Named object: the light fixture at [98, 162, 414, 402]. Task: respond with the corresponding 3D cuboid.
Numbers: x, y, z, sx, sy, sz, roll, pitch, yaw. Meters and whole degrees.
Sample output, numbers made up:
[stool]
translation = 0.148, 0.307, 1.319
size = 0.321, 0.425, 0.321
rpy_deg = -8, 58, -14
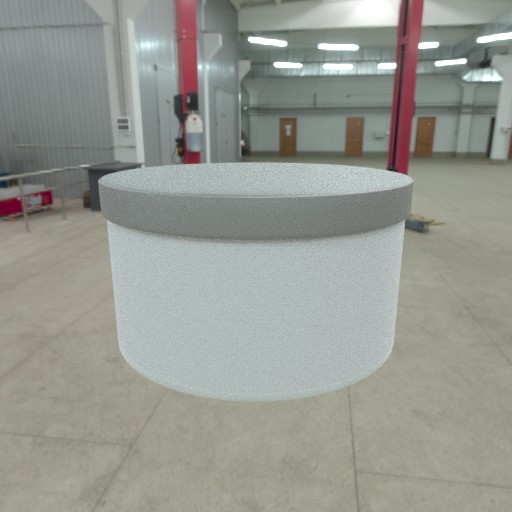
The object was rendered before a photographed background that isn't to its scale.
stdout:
[light fixture]
translation = 0.000, 0.000, 0.614
size = 0.393, 0.229, 0.393
rpy_deg = 0, 16, 0
